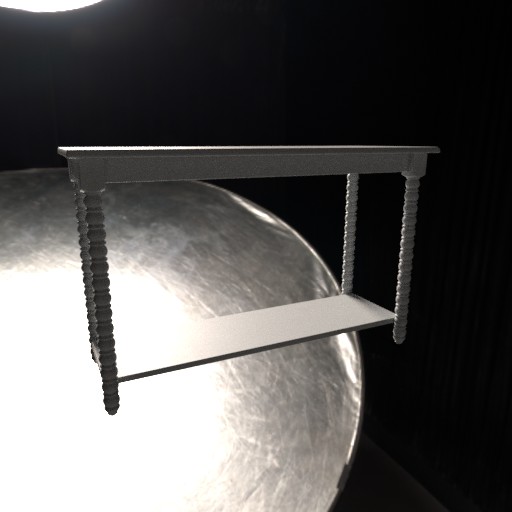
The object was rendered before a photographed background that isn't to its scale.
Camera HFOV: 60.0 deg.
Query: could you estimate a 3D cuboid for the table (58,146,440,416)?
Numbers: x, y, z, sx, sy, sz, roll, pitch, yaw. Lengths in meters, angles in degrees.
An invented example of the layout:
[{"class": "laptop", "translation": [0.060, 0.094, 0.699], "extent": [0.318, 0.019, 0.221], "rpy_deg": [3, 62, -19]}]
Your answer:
[{"class": "table", "translation": [0.000, 0.000, 1.551], "extent": [1.184, 0.740, 0.459], "rpy_deg": [-7, 16, -25]}]
